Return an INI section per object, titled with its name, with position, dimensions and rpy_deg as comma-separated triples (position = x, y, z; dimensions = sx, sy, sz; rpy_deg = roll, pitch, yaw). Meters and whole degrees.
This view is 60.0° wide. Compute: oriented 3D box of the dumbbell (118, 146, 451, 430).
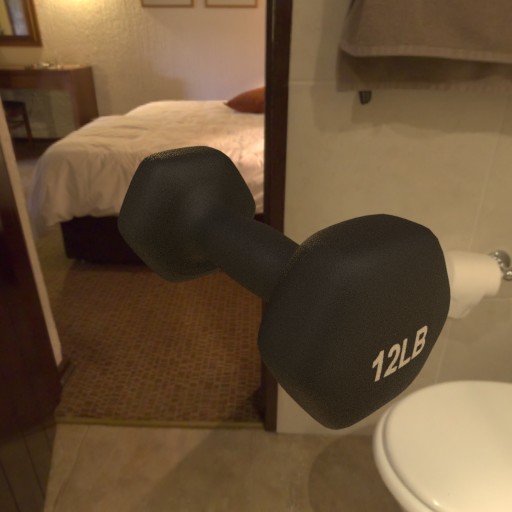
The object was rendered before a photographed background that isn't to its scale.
[dumbbell]
position = 0.000, 0.000, 0.286
dimensions = 0.112, 0.101, 0.231
rpy_deg = -18, 32, -31
